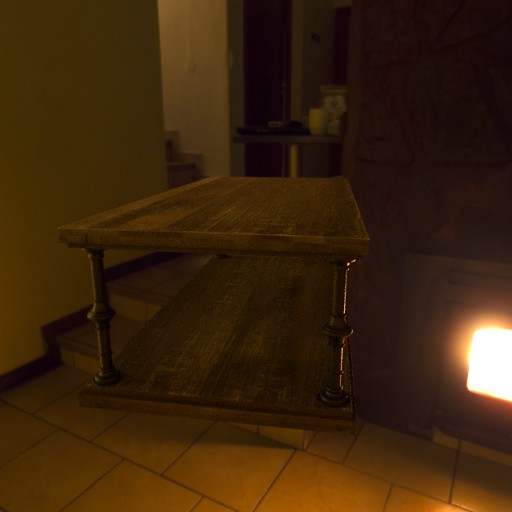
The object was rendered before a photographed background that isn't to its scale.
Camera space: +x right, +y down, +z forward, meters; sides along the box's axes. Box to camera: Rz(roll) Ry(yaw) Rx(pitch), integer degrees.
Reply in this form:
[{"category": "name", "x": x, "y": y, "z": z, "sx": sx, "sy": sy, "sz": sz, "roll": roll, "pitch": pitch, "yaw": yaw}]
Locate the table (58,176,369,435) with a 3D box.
[{"category": "table", "x": 0.000, "y": 0.000, "z": 1.332, "sx": 0.554, "sy": 0.373, "sz": 1.088, "roll": 2, "pitch": 15, "yaw": 9}]
